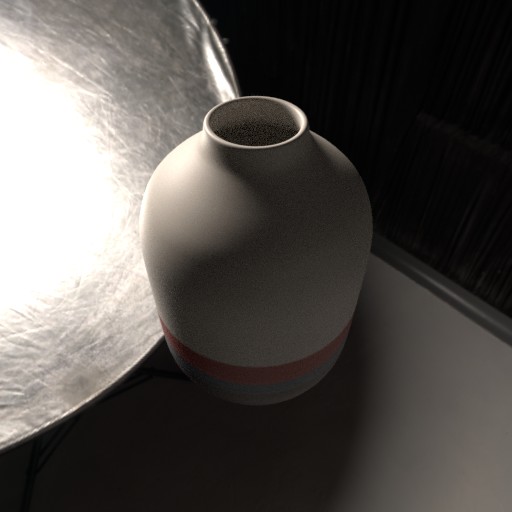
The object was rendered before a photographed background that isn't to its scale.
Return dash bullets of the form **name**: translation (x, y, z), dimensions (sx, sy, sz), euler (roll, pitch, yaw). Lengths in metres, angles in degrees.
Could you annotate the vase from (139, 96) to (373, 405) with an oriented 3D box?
- **vase**: translation (0.000, 0.000, 0.353), dimensions (0.169, 0.237, 0.169), euler (0, 46, 0)
